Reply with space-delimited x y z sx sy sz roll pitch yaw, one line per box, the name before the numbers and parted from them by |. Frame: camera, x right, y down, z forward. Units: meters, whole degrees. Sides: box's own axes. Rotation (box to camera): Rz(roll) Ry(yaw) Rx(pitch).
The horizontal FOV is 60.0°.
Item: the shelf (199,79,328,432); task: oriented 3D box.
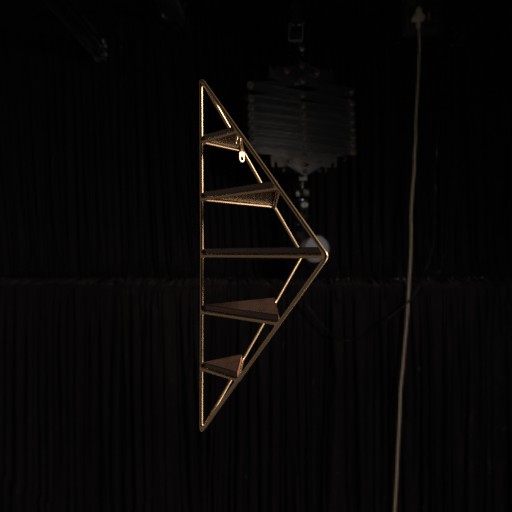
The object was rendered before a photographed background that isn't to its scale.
shelf | 0.000 0.000 1.148 0.294 0.913 0.564 0 0 1
